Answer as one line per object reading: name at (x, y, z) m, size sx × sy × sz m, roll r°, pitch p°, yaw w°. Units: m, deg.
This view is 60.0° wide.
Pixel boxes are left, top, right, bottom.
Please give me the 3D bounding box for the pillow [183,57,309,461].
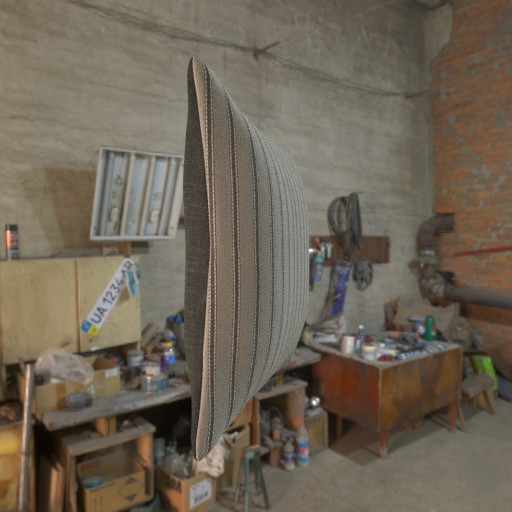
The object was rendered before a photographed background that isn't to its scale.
pillow at (0.000, 0.000, 0.694) m, size 0.138 × 0.444 × 0.468 m, roll 0°, pitch 1°, yaw 16°
